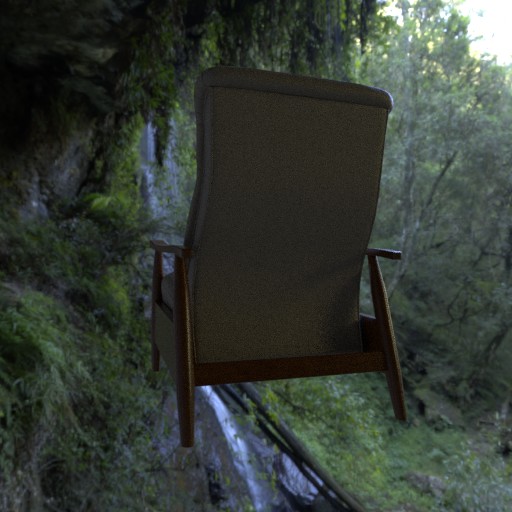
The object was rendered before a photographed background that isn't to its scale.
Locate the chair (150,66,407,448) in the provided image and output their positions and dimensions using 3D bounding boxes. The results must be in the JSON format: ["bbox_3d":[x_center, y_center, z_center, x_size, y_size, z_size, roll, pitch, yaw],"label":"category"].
[{"bbox_3d":[0.000,0.000,1.796,0.762,1.082,1.032,0,-2,-18],"label":"chair"}]
